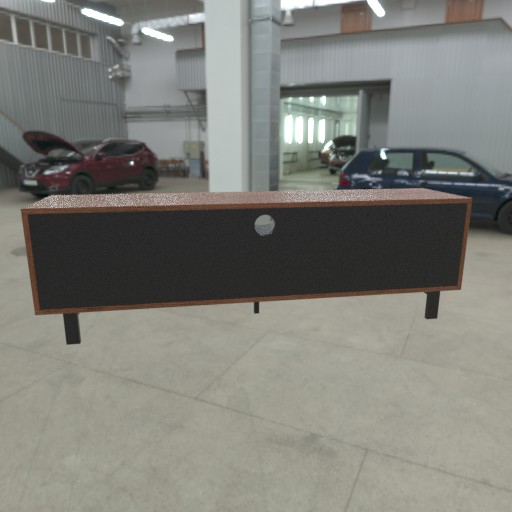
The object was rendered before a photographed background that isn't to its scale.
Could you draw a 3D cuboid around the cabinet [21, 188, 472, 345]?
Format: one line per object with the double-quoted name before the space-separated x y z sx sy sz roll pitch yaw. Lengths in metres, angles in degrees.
"cabinet" 0.000 0.000 1.856 1.650 0.500 0.400 -2 15 -9
